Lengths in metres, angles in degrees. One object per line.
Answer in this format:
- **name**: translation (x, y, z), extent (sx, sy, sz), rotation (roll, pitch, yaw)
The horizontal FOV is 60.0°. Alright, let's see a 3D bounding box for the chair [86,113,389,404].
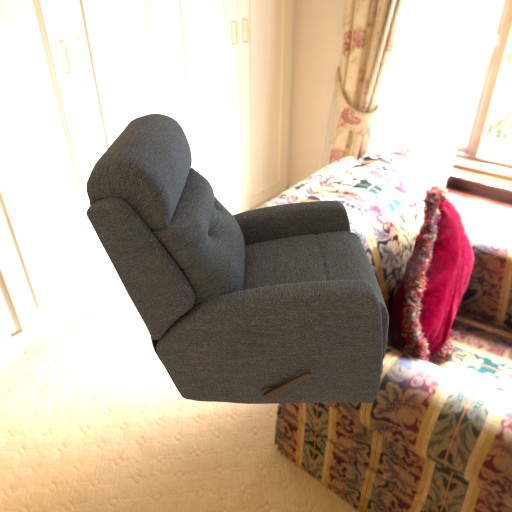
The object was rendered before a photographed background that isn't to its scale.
- **chair**: translation (0.000, 0.000, 1.774), extent (1.043, 1.013, 0.798), rotation (0, 32, 0)
